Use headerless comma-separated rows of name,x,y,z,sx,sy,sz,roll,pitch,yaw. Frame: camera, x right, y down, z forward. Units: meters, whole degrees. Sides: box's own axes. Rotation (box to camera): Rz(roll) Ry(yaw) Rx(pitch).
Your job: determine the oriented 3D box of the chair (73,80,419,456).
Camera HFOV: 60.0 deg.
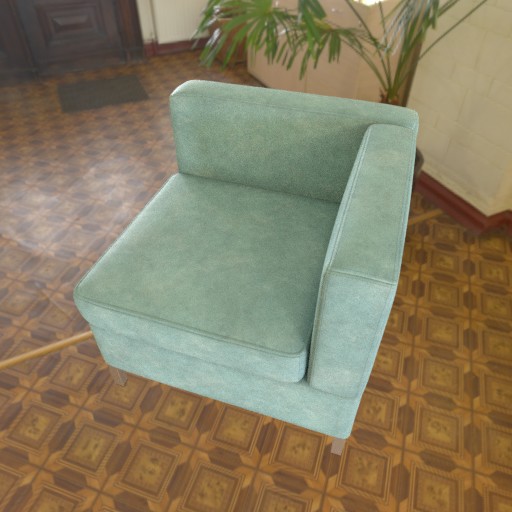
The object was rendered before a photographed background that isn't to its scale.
chair,0.000,0.000,1.190,0.691,0.660,0.684,13,44,13
